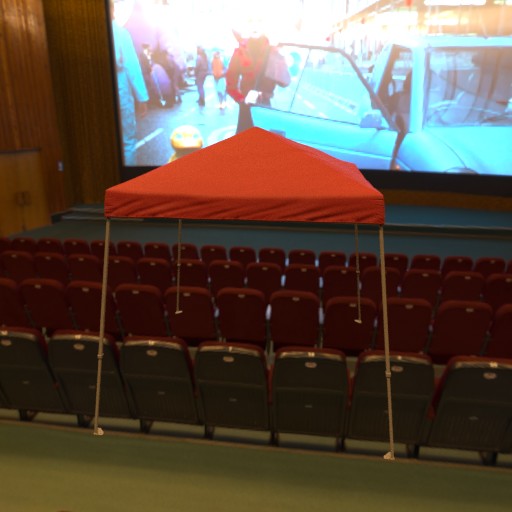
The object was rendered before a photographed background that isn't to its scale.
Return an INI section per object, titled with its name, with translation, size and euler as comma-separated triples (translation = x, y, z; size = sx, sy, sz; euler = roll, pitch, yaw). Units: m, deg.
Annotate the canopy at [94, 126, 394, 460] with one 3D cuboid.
[canopy]
translation = 0.000, 0.000, 6.401
size = 3.600, 3.600, 3.599
euler = 2, 18, 6
